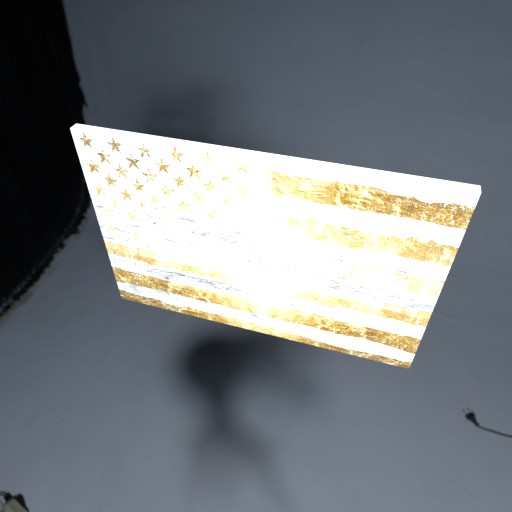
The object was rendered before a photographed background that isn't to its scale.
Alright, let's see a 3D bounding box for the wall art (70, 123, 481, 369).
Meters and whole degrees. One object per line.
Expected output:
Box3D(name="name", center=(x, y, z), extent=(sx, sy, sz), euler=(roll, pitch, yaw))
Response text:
Box3D(name="wall art", center=(0.000, 0.000, 1.185), extent=(0.932, 0.610, 0.027), euler=(12, 44, 13))
